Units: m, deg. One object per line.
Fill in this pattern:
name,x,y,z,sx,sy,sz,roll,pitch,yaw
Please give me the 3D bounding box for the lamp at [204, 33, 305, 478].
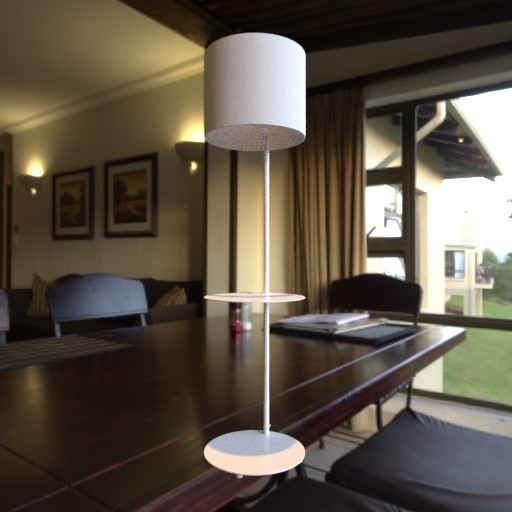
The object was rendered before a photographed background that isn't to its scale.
lamp,0.000,0.000,1.651,0.372,1.465,0.405,0,0,18
